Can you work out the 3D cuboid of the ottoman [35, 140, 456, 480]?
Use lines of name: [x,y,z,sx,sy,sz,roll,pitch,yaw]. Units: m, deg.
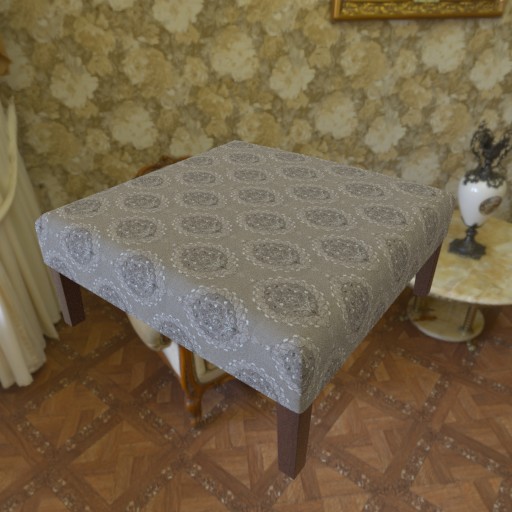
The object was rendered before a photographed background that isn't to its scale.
ottoman: [0.000,0.000,1.378,0.890,0.411,0.889,22,38,31]
